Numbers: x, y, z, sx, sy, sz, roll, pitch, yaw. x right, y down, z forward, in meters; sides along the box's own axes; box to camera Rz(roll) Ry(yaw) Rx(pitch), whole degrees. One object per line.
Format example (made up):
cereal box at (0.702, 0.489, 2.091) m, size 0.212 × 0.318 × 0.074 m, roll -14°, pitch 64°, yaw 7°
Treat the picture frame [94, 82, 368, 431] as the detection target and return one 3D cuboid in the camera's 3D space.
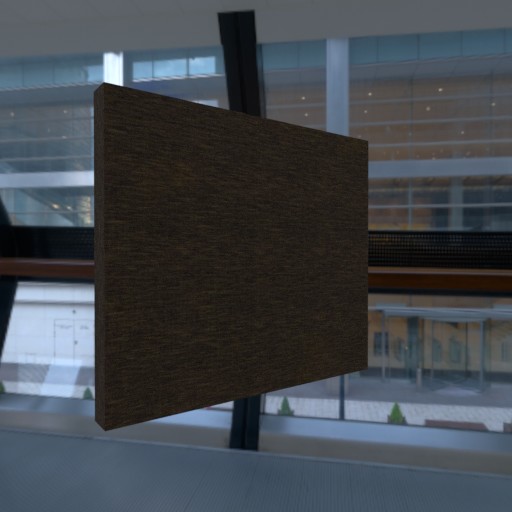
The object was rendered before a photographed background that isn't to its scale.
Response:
picture frame at (0.000, 0.000, 0.543) m, size 0.378 × 0.330 × 0.033 m, roll 0°, pitch 1°, yaw -36°
